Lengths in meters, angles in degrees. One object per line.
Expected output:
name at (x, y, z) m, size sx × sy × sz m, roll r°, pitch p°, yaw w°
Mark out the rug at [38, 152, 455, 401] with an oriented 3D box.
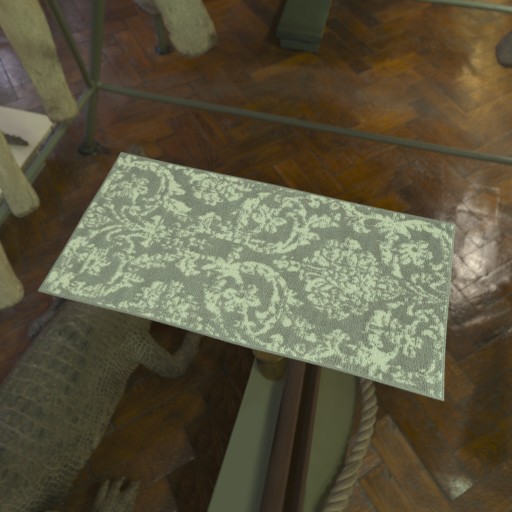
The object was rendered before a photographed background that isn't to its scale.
rug at (0.000, 0.000, 1.421) m, size 1.219 × 0.007 × 0.604 m, roll 14°, pitch 60°, yaw 8°
